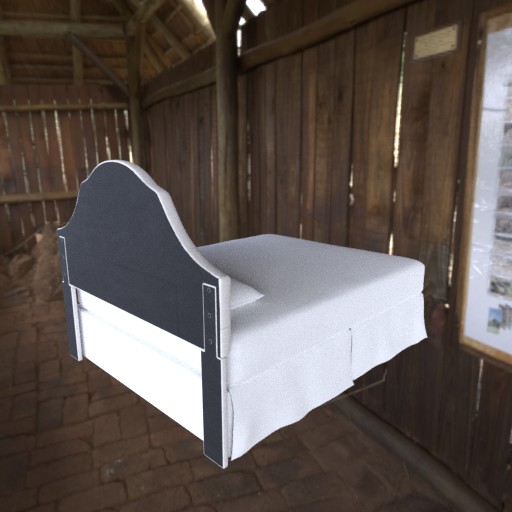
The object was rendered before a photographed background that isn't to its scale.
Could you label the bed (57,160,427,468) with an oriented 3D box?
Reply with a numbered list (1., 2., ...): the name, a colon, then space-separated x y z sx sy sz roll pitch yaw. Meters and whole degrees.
1. bed: 0.000 0.000 3.724 2.039 1.617 2.477 13 19 43
